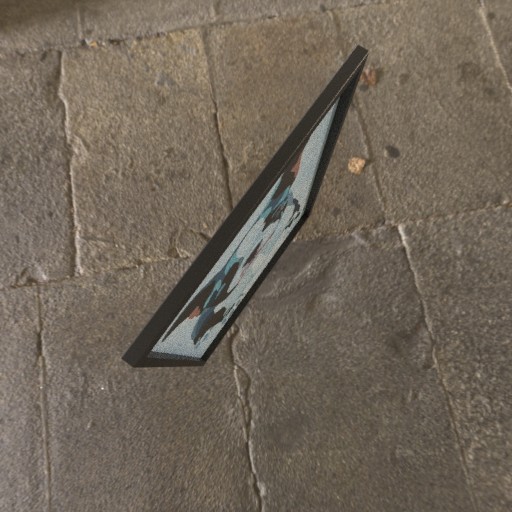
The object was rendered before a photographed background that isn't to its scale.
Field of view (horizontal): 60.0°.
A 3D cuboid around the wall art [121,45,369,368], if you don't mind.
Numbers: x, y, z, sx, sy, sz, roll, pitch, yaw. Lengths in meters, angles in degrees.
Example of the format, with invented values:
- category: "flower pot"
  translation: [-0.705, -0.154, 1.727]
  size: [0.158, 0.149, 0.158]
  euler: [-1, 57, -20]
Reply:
- category: "wall art"
  translation: [0.000, 0.000, 1.339]
  size: [0.030, 1.027, 0.774]
  euler: [34, 79, 8]
